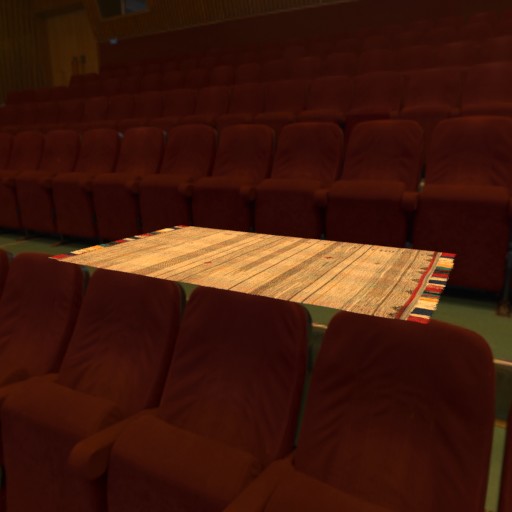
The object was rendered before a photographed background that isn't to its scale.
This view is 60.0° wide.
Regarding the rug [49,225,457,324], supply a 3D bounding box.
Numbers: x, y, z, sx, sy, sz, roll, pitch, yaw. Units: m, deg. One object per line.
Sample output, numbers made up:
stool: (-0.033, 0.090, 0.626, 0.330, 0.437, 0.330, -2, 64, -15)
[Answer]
rug: (0.000, 0.000, 3.063, 2.465, 0.012, 1.465, 7, 16, 27)
